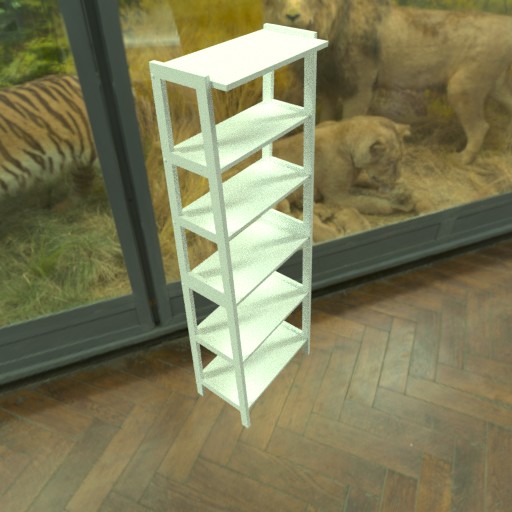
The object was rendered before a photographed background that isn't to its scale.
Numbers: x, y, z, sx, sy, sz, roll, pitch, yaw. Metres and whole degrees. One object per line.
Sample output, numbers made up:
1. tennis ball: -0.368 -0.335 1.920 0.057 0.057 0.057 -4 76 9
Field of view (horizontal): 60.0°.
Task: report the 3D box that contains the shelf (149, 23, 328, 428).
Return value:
1. shelf: 0.000 0.000 2.160 0.381 1.892 0.660 26 46 27
